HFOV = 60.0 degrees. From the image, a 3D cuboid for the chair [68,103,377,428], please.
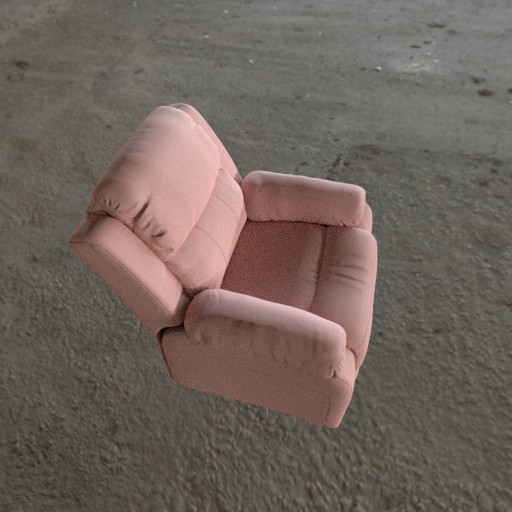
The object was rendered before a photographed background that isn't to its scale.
[{"bbox_3d":[0.000,0.000,1.283,0.709,0.702,0.680,11,49,9],"label":"chair"}]
